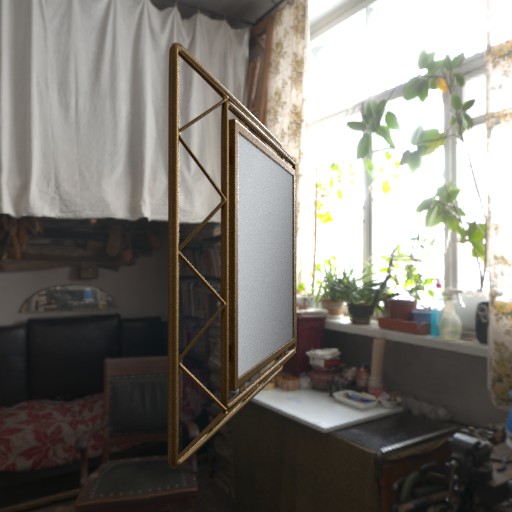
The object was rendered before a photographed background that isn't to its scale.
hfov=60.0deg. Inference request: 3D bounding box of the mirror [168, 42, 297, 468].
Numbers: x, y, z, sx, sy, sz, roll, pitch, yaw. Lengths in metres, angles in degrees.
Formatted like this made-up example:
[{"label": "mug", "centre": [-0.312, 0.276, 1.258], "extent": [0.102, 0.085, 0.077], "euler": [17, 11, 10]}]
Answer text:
[{"label": "mirror", "centre": [0.000, 0.000, 0.613], "extent": [0.046, 0.414, 0.416], "euler": [0, -1, 18]}]
